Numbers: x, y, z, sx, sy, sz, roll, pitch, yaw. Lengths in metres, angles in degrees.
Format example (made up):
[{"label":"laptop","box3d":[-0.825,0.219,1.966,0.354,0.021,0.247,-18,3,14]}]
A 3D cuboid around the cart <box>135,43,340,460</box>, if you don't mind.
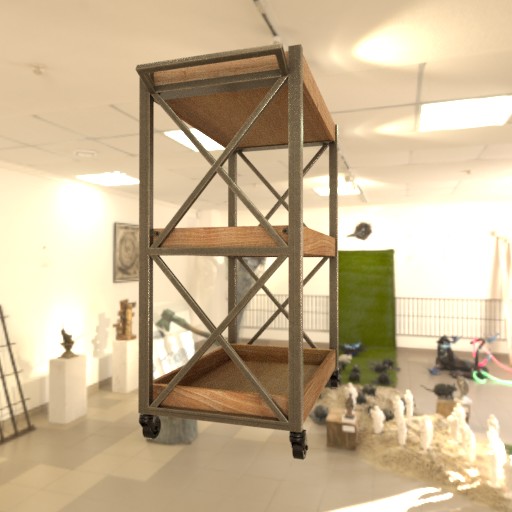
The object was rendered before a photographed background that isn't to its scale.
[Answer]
[{"label":"cart","box3d":[0.000,0.000,1.197,0.377,0.835,0.673,0,-1,18]}]
